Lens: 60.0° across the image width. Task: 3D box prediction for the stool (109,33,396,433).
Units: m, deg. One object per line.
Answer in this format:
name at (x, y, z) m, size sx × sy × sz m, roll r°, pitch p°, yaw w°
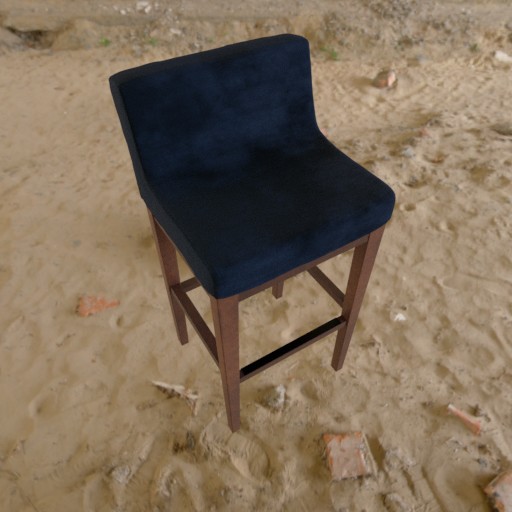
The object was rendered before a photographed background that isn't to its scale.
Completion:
stool at (0.000, 0.000, 1.298) m, size 0.511 × 1.037 × 0.500 m, roll -24°, pitch 50°, yaw -21°
